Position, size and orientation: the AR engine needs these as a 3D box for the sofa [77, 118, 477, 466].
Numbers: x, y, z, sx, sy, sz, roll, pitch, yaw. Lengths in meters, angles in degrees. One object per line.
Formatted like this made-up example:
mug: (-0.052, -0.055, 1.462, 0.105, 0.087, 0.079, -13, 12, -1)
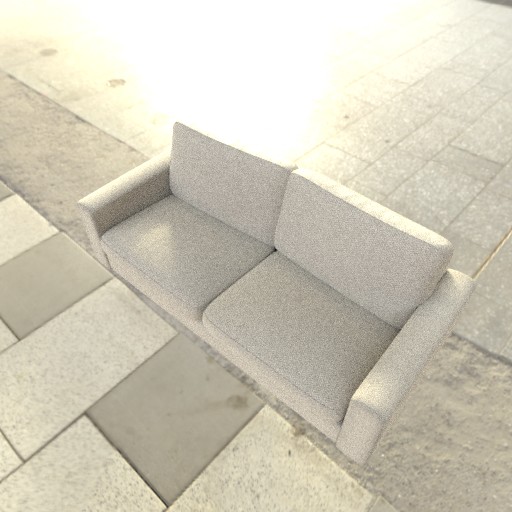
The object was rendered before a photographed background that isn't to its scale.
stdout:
sofa: (0.000, 0.000, 2.613, 2.179, 0.873, 1.016, 32, 54, 27)
